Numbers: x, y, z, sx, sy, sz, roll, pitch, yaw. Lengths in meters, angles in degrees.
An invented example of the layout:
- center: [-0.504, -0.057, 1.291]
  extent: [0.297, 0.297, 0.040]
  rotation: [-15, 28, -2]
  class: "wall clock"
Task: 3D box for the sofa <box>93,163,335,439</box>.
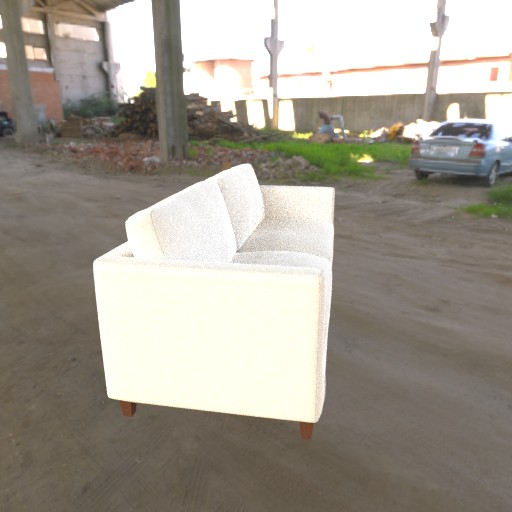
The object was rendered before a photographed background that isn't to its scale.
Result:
- center: [0.000, 0.000, 2.677]
  extent: [0.924, 0.933, 2.139]
  rotation: [3, 18, 10]
  class: "sofa"
